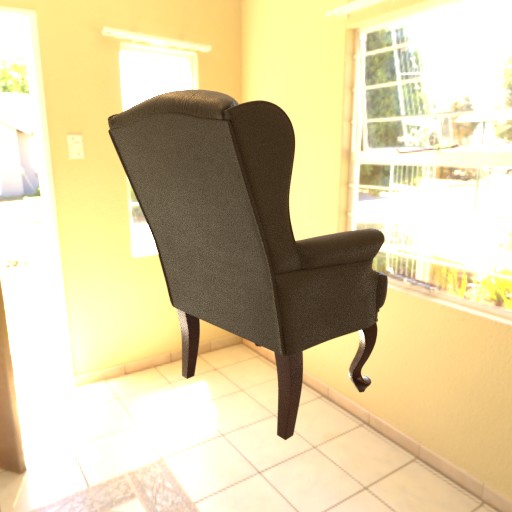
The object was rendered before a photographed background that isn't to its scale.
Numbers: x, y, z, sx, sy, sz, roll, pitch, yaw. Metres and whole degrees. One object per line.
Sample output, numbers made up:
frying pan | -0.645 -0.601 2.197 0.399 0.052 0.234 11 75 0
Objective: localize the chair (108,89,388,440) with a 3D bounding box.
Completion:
chair | 0.000 0.000 1.687 0.819 1.132 0.829 -12 18 -42
